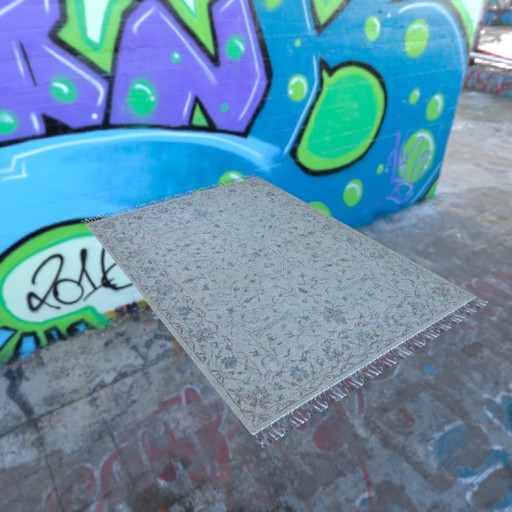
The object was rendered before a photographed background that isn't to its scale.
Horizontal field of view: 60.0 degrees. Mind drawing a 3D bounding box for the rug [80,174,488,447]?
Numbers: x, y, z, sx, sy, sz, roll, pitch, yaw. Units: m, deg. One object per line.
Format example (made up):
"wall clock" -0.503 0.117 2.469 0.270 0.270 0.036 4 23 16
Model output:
"rug" 0.000 0.000 2.265 1.247 0.008 1.802 -21 38 -29
